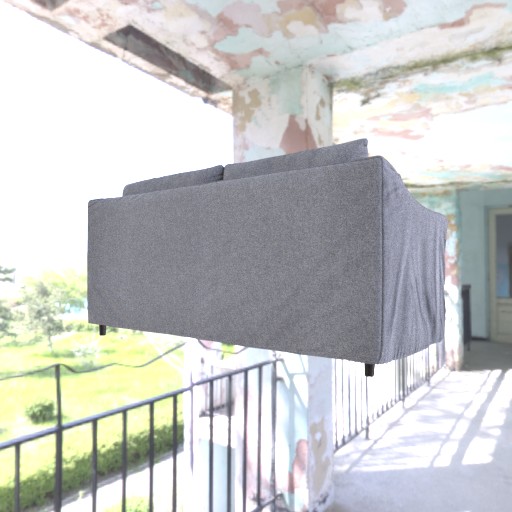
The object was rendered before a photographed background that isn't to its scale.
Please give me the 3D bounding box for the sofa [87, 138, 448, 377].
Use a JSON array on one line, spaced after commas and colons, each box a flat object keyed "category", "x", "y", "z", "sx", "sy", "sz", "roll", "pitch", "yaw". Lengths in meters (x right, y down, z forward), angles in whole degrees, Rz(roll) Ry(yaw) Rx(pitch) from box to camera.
[{"category": "sofa", "x": 0.000, "y": 0.000, "z": 2.716, "sx": 2.010, "sy": 1.018, "sz": 1.072, "roll": -1, "pitch": -2, "yaw": 36}]
